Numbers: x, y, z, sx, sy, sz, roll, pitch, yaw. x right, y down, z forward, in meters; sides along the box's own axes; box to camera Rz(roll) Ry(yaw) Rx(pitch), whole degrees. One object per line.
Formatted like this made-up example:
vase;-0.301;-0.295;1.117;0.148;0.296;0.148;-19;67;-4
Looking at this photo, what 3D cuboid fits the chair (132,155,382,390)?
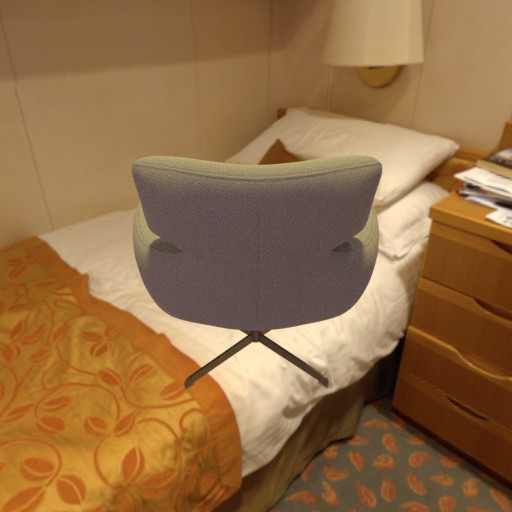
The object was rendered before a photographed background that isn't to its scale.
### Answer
chair;0.000;0.000;1.383;0.760;0.810;0.730;0;31;-1
